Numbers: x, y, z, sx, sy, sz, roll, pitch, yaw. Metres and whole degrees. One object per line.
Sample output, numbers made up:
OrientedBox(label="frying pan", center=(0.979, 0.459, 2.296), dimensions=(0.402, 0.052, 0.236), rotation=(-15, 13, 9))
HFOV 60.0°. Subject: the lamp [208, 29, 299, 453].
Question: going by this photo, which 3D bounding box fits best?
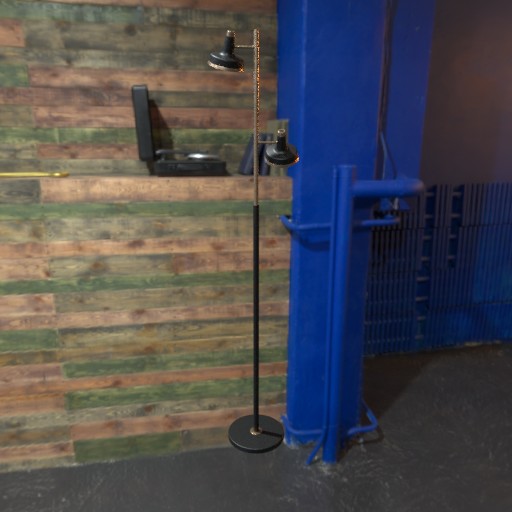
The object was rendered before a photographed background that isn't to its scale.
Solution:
OrientedBox(label="lamp", center=(0.000, 0.000, 1.800), dimensions=(0.351, 1.674, 0.253), rotation=(-2, 15, -8))
